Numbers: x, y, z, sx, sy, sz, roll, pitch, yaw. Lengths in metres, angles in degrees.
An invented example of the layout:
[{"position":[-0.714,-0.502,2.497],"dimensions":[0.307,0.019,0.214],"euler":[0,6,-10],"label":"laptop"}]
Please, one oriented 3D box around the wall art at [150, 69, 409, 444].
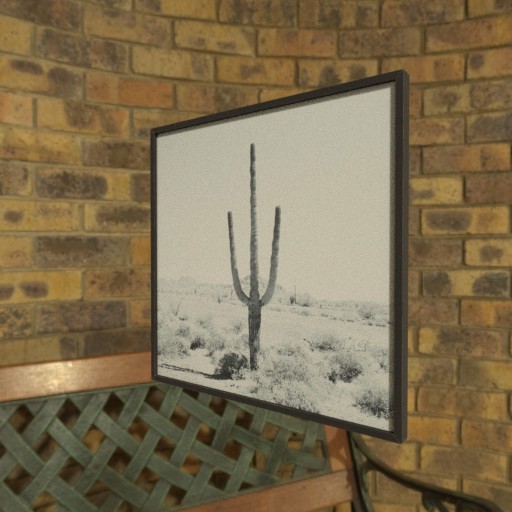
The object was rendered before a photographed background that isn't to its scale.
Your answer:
[{"position":[0.000,0.000,1.138],"dimensions":[0.762,0.762,0.038],"euler":[1,1,36],"label":"wall art"}]
